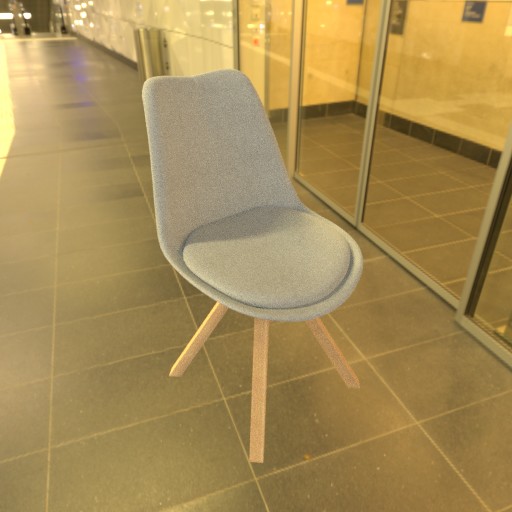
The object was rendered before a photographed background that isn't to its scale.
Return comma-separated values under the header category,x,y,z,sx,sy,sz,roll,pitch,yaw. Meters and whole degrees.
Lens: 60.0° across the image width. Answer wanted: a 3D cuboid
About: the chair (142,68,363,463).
category,x,y,z,sx,sy,sz,roll,pitch,yaw
chair,0.000,0.000,1.189,0.474,0.863,0.549,-23,38,-33
